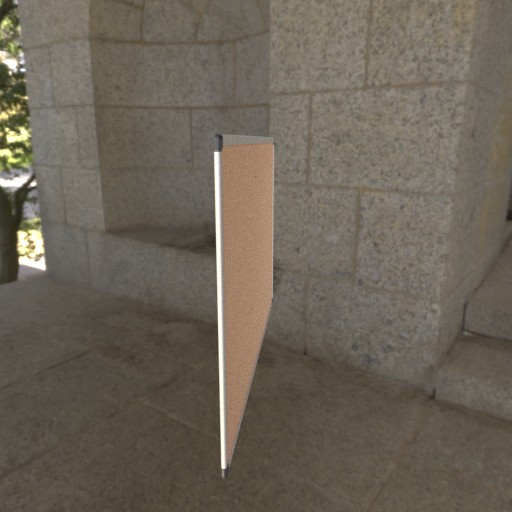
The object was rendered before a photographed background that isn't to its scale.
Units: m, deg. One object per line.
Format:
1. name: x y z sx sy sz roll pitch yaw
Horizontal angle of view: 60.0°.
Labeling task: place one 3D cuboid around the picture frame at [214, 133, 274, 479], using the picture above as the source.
1. picture frame: 0.000 0.000 1.150 0.010 0.600 0.900 2 15 7
